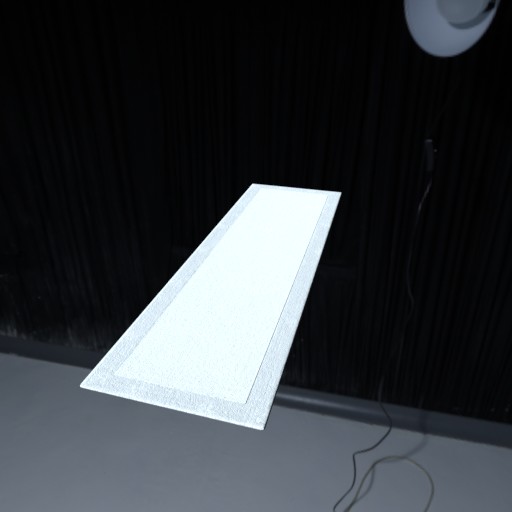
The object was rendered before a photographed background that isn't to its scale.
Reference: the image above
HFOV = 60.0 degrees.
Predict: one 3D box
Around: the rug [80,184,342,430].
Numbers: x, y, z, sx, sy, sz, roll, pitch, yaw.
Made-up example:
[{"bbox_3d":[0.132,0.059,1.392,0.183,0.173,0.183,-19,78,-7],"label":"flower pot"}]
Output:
[{"bbox_3d":[0.000,0.000,2.682,0.759,0.012,2.430,8,30,14],"label":"rug"}]
